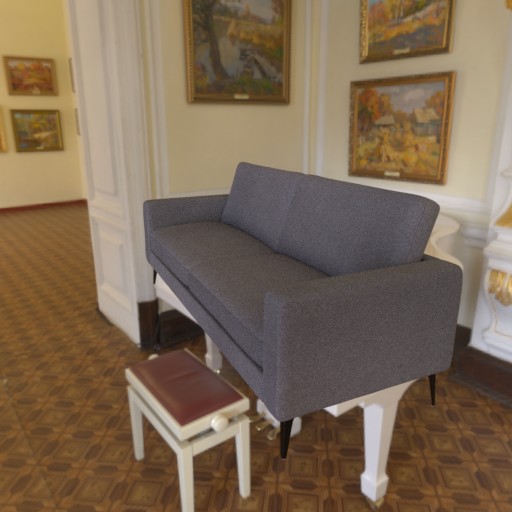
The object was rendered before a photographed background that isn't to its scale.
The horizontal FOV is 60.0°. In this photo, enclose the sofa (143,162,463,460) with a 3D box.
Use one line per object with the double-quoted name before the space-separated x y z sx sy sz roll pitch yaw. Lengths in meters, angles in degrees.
"sofa" 0.000 0.000 2.315 0.774 0.828 1.925 -8 18 -24
